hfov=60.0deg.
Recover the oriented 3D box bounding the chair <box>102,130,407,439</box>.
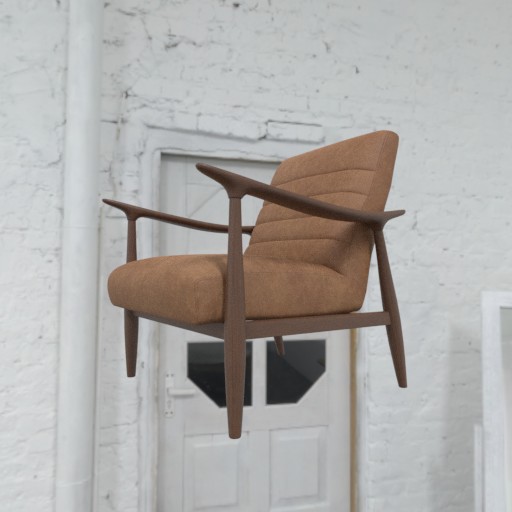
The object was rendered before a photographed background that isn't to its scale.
[{"bbox_3d":[0.000,0.000,1.449,0.798,0.832,0.741,1,-1,-36],"label":"chair"}]
